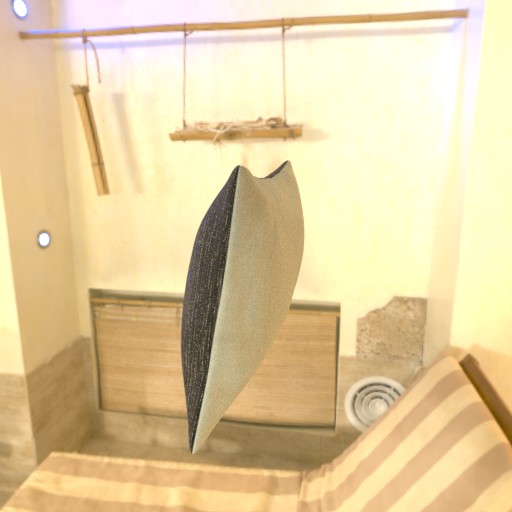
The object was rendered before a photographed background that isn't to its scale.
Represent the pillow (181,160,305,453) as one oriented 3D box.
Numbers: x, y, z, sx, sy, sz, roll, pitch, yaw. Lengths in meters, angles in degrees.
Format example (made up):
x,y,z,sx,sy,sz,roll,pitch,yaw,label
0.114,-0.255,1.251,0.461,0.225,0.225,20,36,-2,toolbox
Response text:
x,y,z,sx,sy,sz,roll,pitch,yaw,label
0.000,0.000,0.734,0.156,0.305,0.608,2,13,8,pillow
